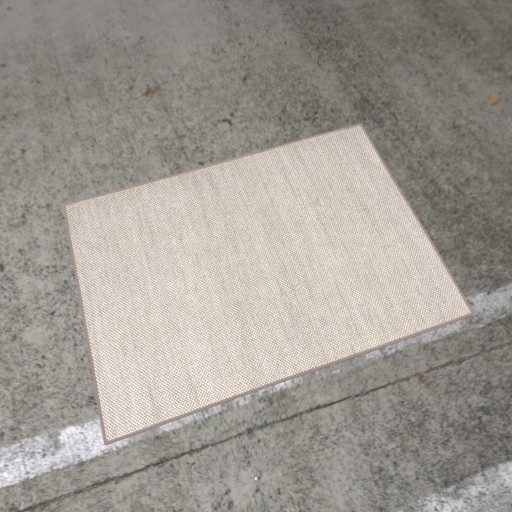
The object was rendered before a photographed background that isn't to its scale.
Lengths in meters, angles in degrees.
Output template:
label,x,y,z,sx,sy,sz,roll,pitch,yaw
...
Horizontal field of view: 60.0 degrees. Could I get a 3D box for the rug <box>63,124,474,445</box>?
label,x,y,z,sx,sy,sz,roll,pitch,yaw
rug,0.000,0.000,2.682,2.115,0.013,1.517,-17,65,-8
